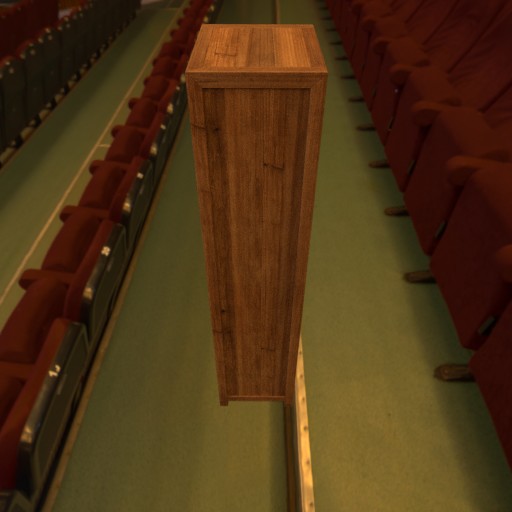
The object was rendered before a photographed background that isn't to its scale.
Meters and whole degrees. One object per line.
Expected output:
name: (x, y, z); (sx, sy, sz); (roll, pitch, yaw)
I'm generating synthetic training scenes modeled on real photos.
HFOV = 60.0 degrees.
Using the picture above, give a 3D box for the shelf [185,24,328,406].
shelf: (0.000, 0.000, 2.121); (0.428, 1.900, 0.500); (0, 42, 0)
